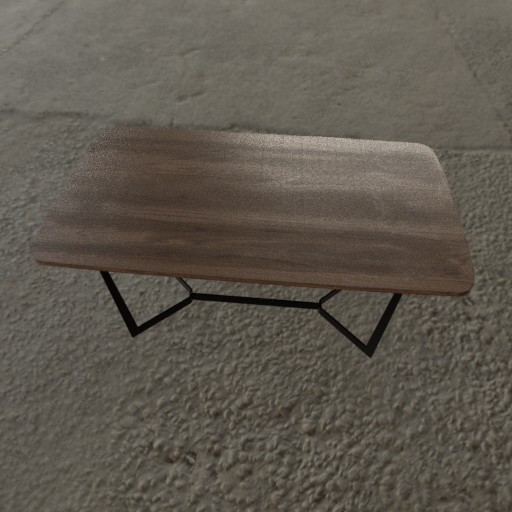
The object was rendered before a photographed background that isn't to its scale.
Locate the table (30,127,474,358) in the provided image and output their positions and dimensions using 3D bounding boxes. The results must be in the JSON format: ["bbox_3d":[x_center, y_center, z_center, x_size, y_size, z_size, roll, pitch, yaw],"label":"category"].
[{"bbox_3d":[0.000,0.000,2.145,1.643,0.765,0.949,4,47,4],"label":"table"}]
